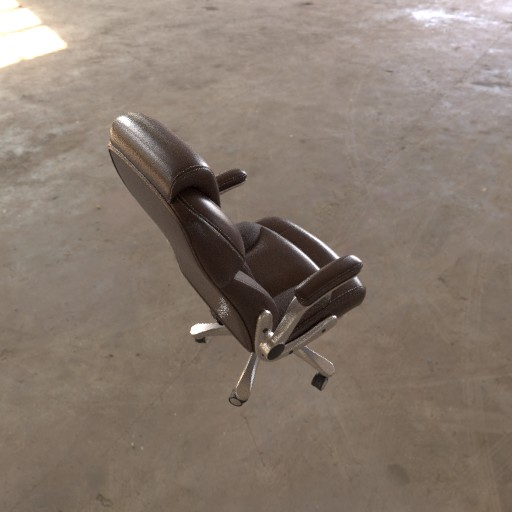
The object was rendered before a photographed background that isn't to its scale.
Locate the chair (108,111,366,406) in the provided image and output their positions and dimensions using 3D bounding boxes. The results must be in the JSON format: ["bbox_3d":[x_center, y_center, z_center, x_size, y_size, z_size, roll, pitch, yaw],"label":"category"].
[{"bbox_3d":[0.000,0.000,1.652,0.774,1.160,0.733,-25,48,-26],"label":"chair"}]
